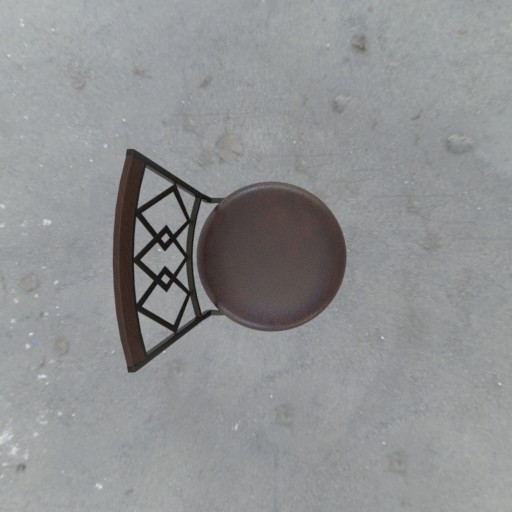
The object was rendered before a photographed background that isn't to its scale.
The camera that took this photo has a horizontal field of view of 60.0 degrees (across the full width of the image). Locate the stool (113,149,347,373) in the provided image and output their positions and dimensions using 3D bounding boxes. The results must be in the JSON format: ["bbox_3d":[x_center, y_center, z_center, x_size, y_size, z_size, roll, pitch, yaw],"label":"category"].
[{"bbox_3d":[0.000,0.000,1.380,0.521,1.134,0.432,0,91,1],"label":"stool"}]
